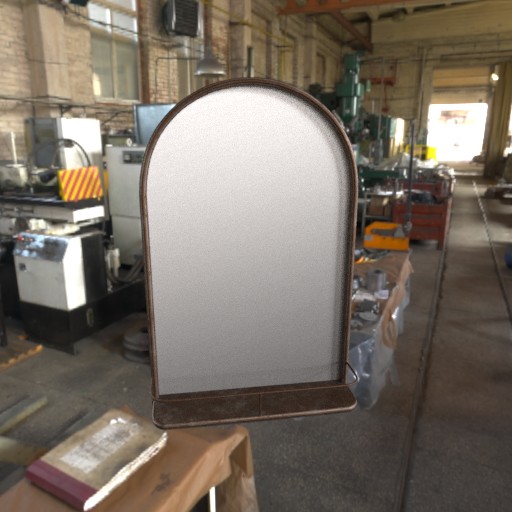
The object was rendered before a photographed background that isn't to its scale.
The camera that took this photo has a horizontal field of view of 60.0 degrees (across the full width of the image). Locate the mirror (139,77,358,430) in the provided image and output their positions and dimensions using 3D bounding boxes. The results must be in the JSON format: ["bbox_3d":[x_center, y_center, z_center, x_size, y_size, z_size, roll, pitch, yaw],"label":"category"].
[{"bbox_3d":[0.000,0.000,1.005,0.510,0.770,0.137,-2,15,-9],"label":"mirror"}]
